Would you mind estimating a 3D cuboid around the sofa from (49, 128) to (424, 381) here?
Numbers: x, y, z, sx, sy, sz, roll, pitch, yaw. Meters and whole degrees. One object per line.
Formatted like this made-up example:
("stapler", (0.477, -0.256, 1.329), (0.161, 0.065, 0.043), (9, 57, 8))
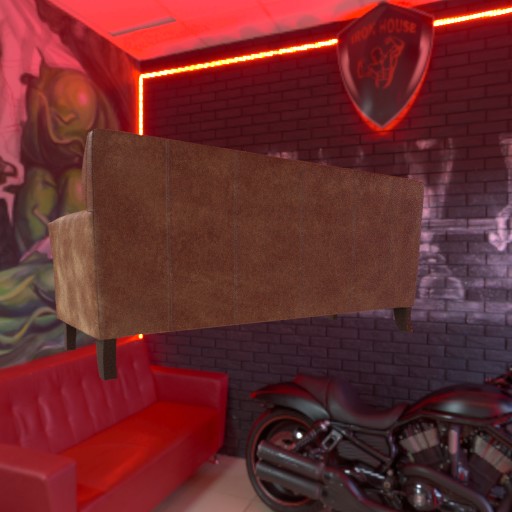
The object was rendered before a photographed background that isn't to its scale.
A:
("sofa", (0.000, 0.000, 2.523), (2.053, 0.947, 0.805), (0, 0, -35))
